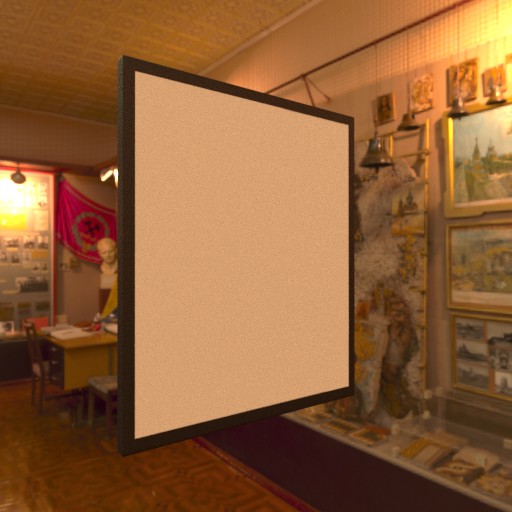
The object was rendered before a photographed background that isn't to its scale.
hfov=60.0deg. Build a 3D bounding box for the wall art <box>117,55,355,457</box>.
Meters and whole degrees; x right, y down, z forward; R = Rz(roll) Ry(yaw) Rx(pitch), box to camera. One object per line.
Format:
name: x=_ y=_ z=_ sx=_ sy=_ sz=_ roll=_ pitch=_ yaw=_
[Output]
wall art: x=0.000 y=0.000 z=0.695 sx=0.430 sy=0.509 sz=0.021 roll=0 pitch=0 yaw=-36
